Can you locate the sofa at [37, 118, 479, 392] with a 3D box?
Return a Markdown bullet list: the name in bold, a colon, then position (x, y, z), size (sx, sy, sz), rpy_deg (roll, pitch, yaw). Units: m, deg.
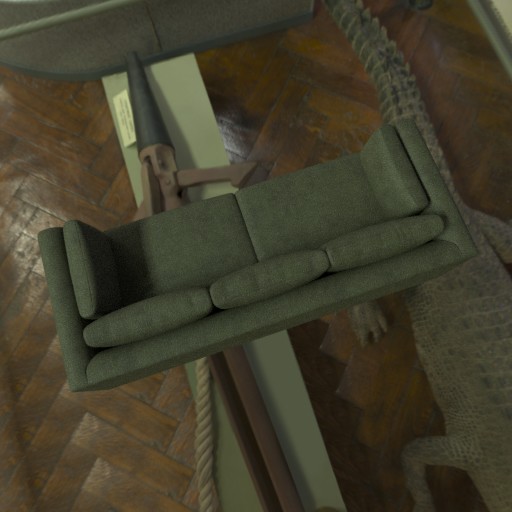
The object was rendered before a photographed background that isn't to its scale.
- **sofa**: position (0.000, 0.000, 2.882), size (2.415, 0.867, 0.969), rpy_deg (-18, 75, -5)
